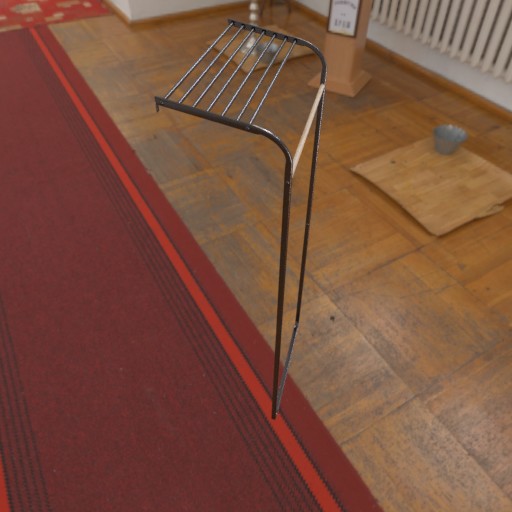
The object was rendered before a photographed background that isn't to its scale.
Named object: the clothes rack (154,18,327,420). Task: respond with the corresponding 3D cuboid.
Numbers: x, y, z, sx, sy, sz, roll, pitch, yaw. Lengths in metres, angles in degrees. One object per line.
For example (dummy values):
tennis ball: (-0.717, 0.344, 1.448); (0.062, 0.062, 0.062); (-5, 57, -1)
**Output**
clothes rack: (0.000, 0.000, 1.797); (0.349, 1.574, 0.609); (10, 46, 10)
